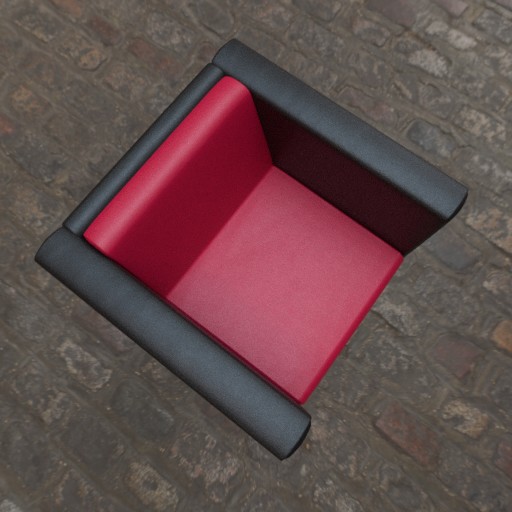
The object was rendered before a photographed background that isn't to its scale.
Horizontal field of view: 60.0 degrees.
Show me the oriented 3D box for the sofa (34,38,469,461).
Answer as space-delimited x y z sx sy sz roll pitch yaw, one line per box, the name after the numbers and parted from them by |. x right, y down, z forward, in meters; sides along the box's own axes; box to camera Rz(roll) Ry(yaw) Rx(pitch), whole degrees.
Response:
0.000 0.000 1.464 0.809 0.724 0.839 36 78 9 | sofa
